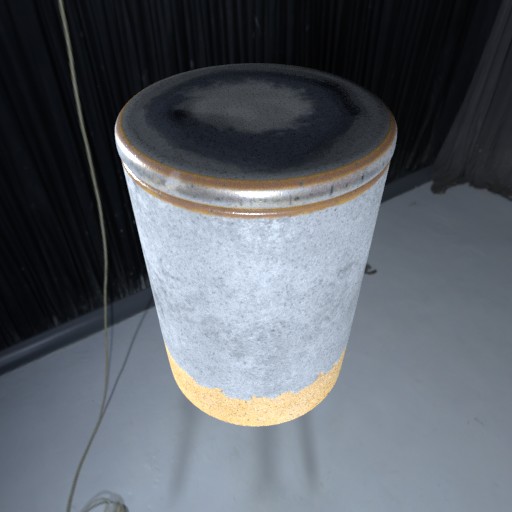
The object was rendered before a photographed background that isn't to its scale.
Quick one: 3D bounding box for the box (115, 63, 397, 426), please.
[{"bbox_3d":[0.000,0.000,0.243,0.118,0.168,0.118,0,42,0],"label":"box"}]
